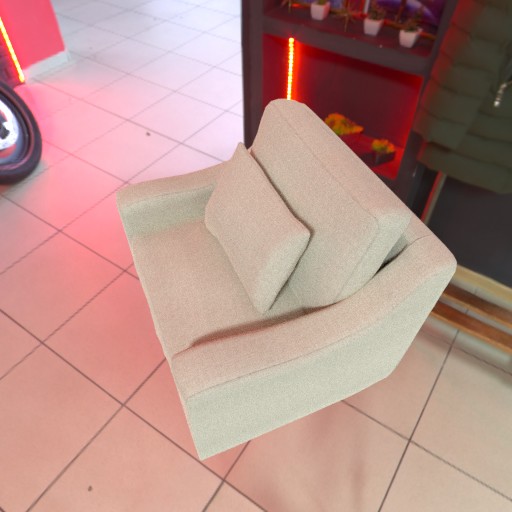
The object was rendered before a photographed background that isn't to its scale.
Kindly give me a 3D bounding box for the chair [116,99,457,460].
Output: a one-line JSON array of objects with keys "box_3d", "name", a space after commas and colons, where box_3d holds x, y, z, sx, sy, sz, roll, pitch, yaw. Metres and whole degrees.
[{"box_3d": [0.000, 0.000, 1.953, 1.009, 1.016, 1.178, -18, 50, -15], "name": "chair"}]
